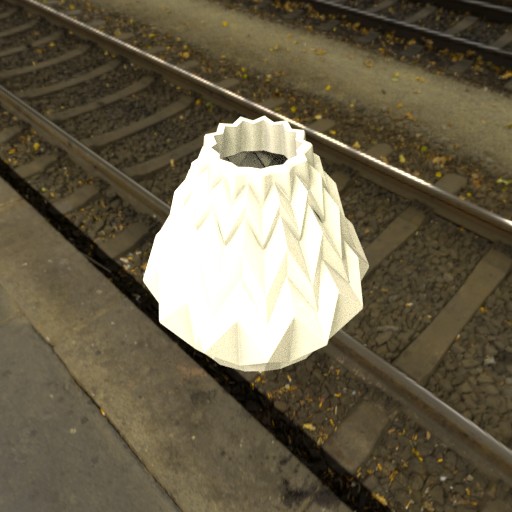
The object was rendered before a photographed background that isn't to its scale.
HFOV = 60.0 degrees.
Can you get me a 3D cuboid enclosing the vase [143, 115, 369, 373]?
[{"bbox_3d":[0.000,0.000,0.320,0.164,0.185,0.164,0,46,0],"label":"vase"}]
